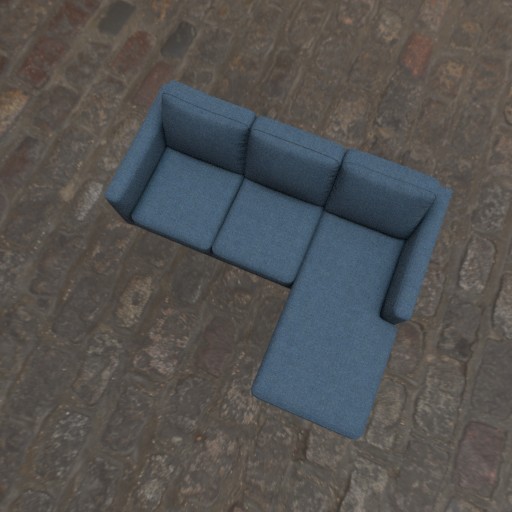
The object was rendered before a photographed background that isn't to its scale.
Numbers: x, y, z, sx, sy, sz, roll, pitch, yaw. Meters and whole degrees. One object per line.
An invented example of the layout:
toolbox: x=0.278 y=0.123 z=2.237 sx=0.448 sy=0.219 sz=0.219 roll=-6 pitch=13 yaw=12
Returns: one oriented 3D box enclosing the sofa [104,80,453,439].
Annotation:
sofa: x=0.000 y=0.000 z=2.944 sx=2.055 sy=0.957 sz=1.667 roll=22 pitch=77 yaw=5
